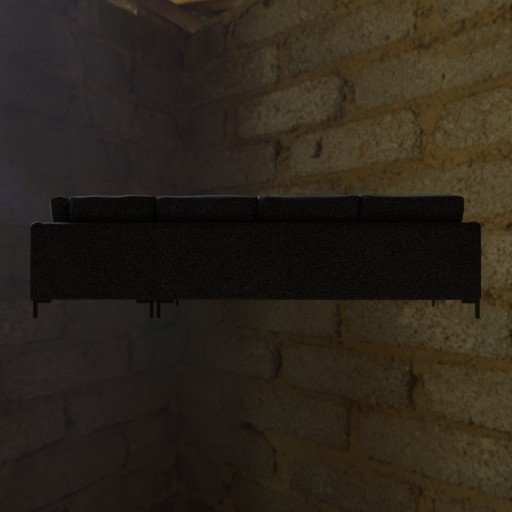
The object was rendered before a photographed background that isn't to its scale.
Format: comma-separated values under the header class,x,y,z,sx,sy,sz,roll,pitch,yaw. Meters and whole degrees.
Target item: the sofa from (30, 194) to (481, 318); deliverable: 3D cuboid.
class,x,y,z,sx,sy,sz,roll,pitch,yaw
sofa,0.000,0.000,3.824,2.949,0.815,2.007,0,0,1
